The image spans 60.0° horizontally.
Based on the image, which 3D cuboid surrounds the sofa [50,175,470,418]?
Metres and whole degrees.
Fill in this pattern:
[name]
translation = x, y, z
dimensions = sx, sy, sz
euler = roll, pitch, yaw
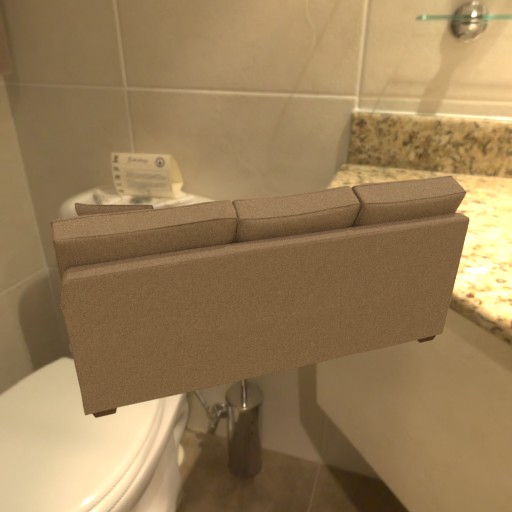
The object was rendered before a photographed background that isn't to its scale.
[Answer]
[sofa]
translation = 0.000, 0.000, 2.503
dimensions = 1.963, 0.946, 1.034
euler = -8, 27, -16
